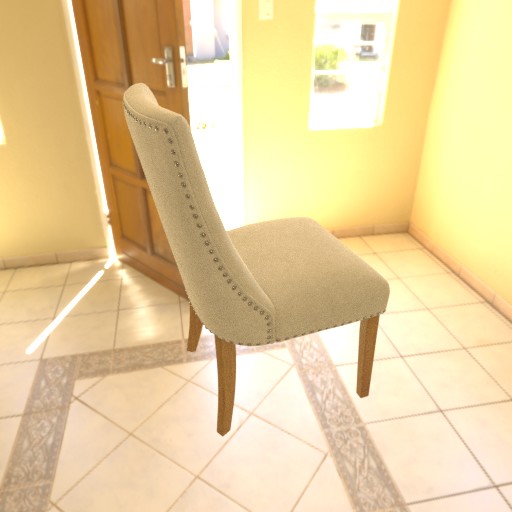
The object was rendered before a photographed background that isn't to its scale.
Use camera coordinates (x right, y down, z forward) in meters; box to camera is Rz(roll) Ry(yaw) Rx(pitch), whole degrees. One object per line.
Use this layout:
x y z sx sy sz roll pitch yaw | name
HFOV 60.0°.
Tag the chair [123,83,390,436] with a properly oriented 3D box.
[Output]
0.000 0.000 1.267 0.610 0.902 0.495 -10 31 -18 | chair
